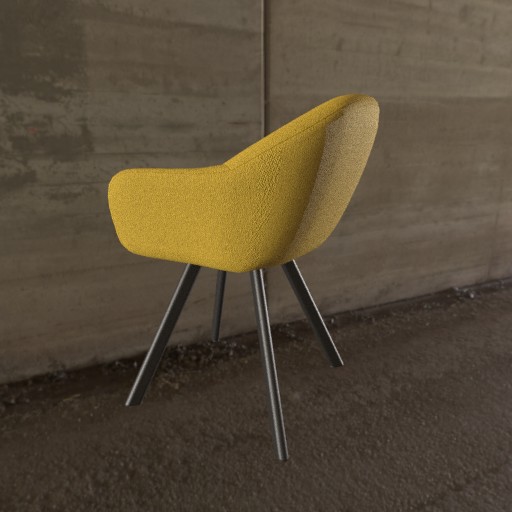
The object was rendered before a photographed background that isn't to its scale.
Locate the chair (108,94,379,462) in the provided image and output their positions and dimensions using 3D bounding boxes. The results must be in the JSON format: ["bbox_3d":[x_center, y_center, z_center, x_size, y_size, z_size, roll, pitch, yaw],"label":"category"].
[{"bbox_3d":[0.000,0.000,1.153,0.565,0.775,0.545,7,17,25],"label":"chair"}]
